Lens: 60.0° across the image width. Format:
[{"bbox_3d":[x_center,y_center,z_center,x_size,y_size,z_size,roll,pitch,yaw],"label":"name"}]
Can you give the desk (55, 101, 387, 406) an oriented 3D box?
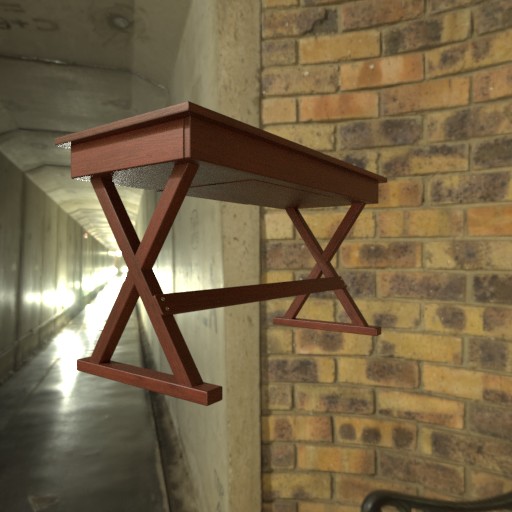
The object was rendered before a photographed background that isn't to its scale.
[{"bbox_3d":[0.000,0.000,1.802,0.600,0.761,1.372,0,1,36],"label":"desk"}]
